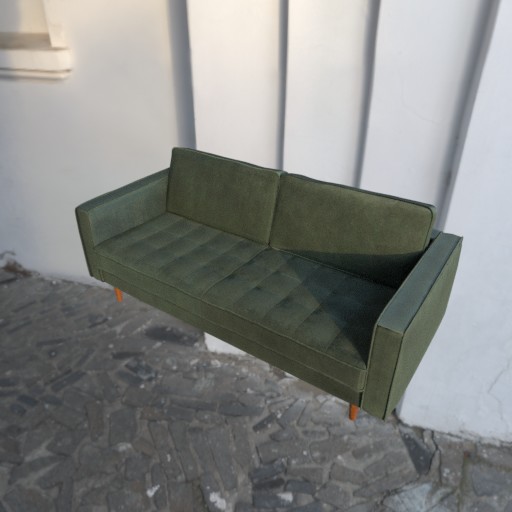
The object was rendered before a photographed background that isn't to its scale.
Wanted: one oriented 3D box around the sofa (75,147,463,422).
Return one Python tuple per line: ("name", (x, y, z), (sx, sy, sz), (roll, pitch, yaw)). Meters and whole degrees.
("sofa", (0.000, 0.000, 2.306), (1.816, 0.781, 0.886), (20, 36, 29))
